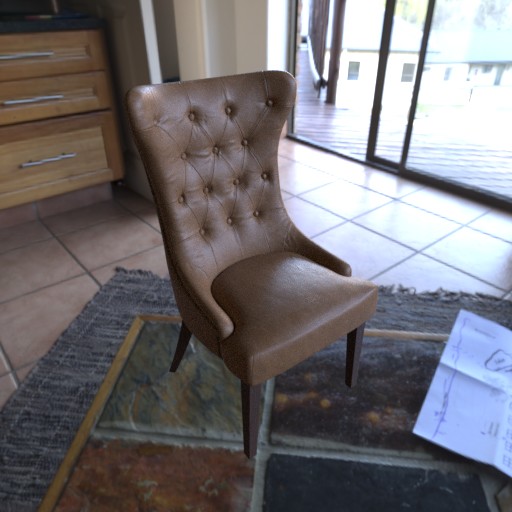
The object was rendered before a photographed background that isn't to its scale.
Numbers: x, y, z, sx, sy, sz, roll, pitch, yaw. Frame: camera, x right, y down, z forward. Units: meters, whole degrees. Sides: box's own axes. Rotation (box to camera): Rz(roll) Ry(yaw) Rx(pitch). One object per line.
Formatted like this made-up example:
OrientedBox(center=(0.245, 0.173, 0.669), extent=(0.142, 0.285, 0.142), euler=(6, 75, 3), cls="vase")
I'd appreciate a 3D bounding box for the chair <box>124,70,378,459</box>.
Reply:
OrientedBox(center=(0.000, 0.000, 1.480), extent=(0.611, 1.065, 0.669), euler=(-22, 37, -32), cls="chair")
